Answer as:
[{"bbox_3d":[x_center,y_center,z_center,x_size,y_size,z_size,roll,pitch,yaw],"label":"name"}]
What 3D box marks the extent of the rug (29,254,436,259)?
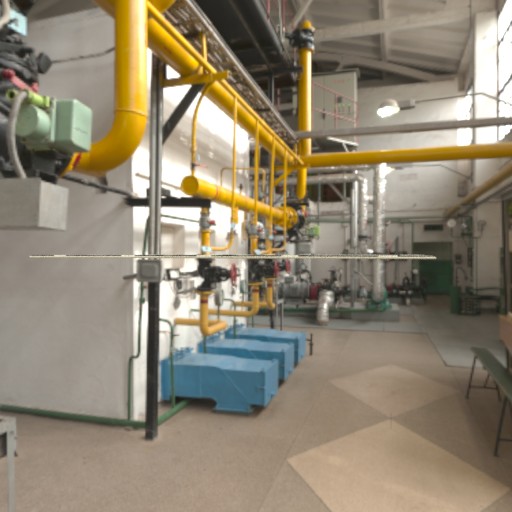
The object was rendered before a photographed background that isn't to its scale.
[{"bbox_3d":[0.000,0.000,4.275,3.049,0.021,2.466,0,0,18],"label":"rug"}]
